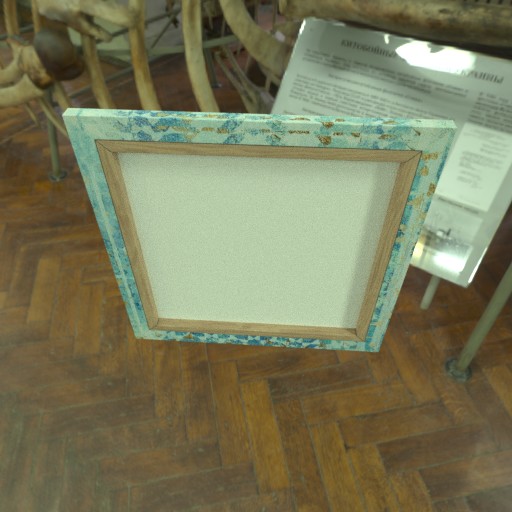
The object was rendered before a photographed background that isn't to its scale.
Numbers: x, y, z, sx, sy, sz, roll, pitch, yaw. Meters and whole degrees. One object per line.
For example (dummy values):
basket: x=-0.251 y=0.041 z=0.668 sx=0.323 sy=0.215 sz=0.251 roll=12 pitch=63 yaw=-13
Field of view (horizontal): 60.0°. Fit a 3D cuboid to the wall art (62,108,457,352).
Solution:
wall art: x=0.000 y=0.000 z=1.361 sx=0.916 sy=0.916 sz=0.040 roll=3 pitch=45 yaw=3
